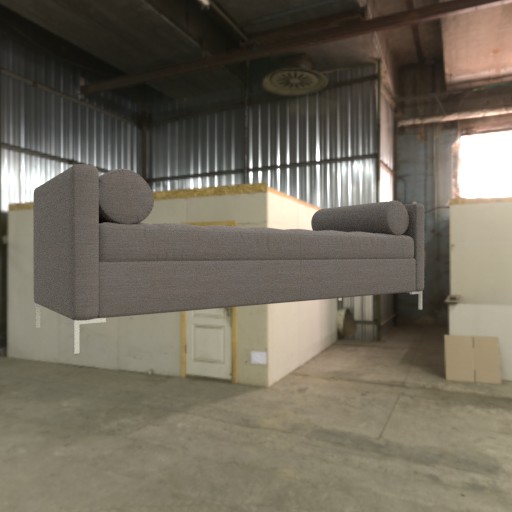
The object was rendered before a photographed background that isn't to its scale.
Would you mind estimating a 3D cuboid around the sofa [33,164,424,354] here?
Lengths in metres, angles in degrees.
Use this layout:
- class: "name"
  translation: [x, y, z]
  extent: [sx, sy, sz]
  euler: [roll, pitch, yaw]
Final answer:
- class: "sofa"
  translation: [0.000, 0.000, 2.298]
  extent: [1.981, 0.635, 0.686]
  euler: [0, 0, -37]
